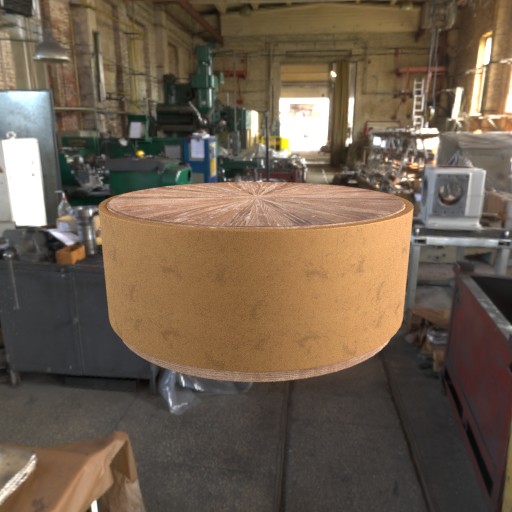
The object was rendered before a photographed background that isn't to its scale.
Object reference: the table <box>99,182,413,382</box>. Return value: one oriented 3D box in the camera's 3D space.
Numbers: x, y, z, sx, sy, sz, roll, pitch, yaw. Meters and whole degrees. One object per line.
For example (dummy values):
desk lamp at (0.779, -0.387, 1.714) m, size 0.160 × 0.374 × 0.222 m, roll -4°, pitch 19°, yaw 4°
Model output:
table at (0.000, 0.000, 1.541) m, size 1.001 × 0.409 × 1.001 m, roll 0°, pitch 16°, yaw 0°
